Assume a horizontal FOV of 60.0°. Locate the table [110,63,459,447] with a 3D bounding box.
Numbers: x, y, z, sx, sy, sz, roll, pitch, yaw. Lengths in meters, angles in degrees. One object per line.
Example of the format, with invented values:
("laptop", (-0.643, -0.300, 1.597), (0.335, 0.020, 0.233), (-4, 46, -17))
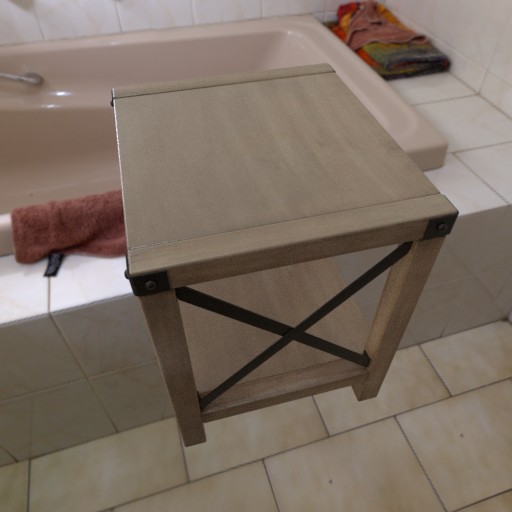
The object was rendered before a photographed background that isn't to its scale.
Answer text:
("table", (0.000, 0.000, 0.930), (0.459, 0.561, 0.510), (-11, 48, -10))
